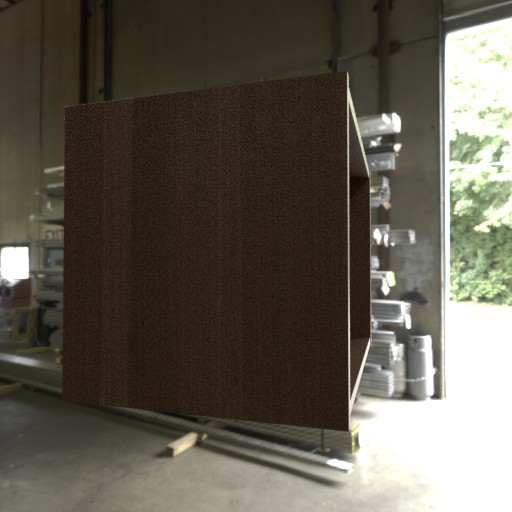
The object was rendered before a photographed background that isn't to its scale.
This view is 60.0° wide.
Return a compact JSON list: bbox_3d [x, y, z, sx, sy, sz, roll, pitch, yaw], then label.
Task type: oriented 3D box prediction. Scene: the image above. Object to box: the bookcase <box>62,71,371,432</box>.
[{"bbox_3d":[0.000,0.000,0.615,0.290,0.305,0.415,0,-1,17],"label":"bookcase"}]
